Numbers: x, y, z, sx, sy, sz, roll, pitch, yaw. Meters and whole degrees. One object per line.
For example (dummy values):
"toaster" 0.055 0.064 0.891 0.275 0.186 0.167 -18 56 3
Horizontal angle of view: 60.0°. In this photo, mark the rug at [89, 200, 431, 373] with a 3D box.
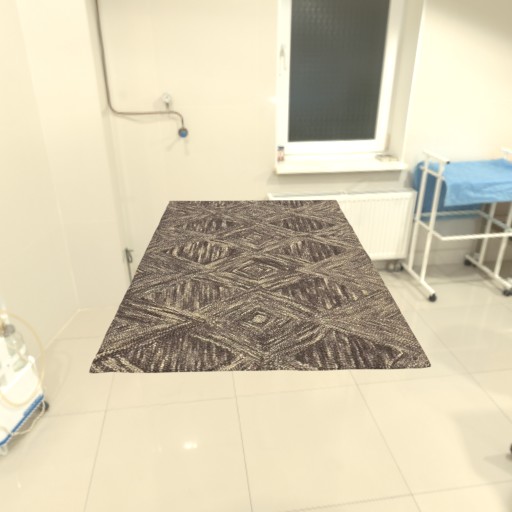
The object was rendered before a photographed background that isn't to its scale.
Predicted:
"rug" 0.000 0.000 2.333 1.186 0.012 1.814 -1 26 -1
